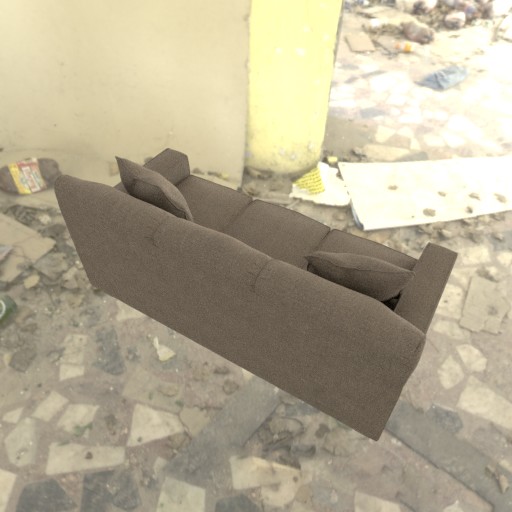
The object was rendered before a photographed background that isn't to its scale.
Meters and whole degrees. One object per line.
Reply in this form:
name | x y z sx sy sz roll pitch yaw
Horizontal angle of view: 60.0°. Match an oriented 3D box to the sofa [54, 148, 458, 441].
sofa | 0.000 0.000 2.596 2.024 0.958 0.997 23 50 21
